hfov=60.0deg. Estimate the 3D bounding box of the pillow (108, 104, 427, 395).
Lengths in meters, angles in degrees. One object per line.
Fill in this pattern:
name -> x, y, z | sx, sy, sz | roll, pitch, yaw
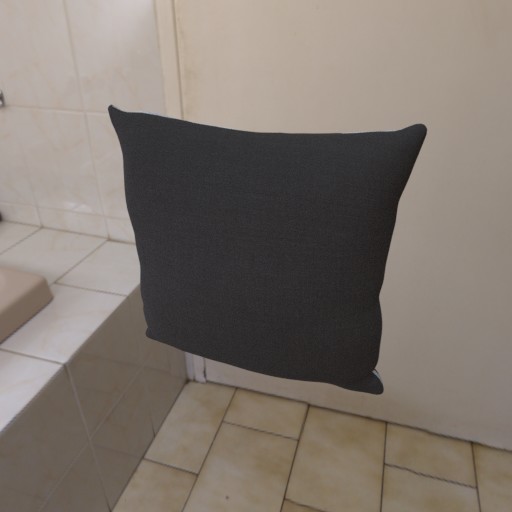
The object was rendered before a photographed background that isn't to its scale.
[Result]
pillow -> 0.000, 0.000, 0.774 | 0.503, 0.496, 0.208 | 10, 32, 16
